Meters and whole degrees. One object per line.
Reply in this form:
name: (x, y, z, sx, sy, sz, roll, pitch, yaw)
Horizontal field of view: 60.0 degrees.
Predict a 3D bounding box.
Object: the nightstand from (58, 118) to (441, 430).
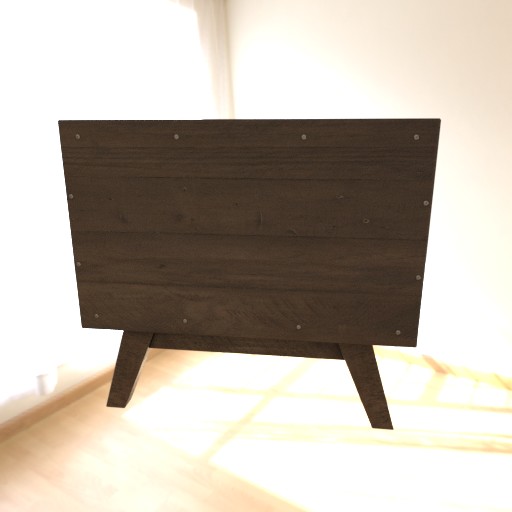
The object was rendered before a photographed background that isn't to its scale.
nightstand: (0.000, 0.000, 1.036, 0.650, 0.599, 0.450, 2, 16, 7)
